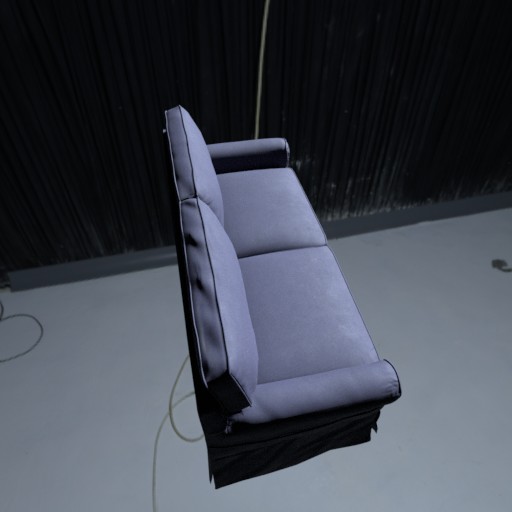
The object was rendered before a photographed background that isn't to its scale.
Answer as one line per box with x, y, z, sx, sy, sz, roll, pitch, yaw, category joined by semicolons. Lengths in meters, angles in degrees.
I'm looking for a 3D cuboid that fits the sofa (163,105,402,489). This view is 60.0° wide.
0.000;0.000;2.783;0.983;1.094;2.256;-9;47;-8;sofa
